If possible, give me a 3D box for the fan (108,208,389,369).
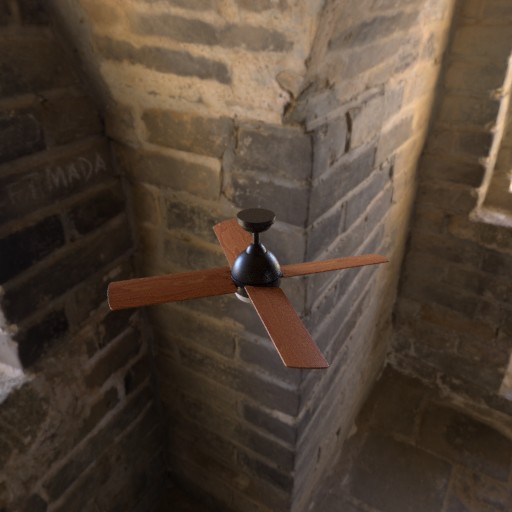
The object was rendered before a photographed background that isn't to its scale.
[{"bbox_3d":[0.000,0.000,2.032,1.332,0.403,1.332,-7,28,-14],"label":"fan"}]
